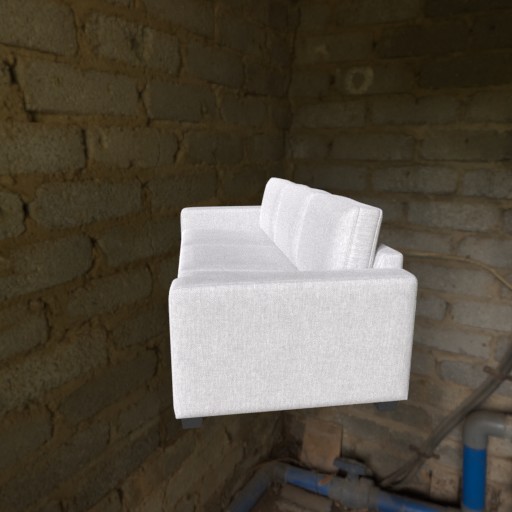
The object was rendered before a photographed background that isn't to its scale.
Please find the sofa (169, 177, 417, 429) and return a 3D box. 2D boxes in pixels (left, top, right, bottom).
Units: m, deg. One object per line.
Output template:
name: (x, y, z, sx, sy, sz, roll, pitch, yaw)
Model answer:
sofa: (0.000, 0.000, 2.577, 0.900, 0.800, 2.120, -2, 14, -8)
